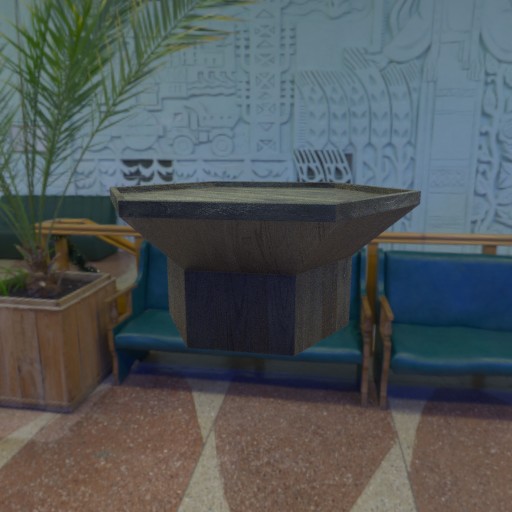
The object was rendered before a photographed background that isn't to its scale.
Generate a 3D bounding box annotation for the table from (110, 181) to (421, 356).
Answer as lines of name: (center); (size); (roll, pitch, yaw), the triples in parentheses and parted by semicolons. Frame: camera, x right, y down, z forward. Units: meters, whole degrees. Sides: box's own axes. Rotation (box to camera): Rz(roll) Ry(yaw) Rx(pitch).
table: (0.000, 0.000, 1.621); (1.115, 0.488, 0.966); (2, 13, 10)
